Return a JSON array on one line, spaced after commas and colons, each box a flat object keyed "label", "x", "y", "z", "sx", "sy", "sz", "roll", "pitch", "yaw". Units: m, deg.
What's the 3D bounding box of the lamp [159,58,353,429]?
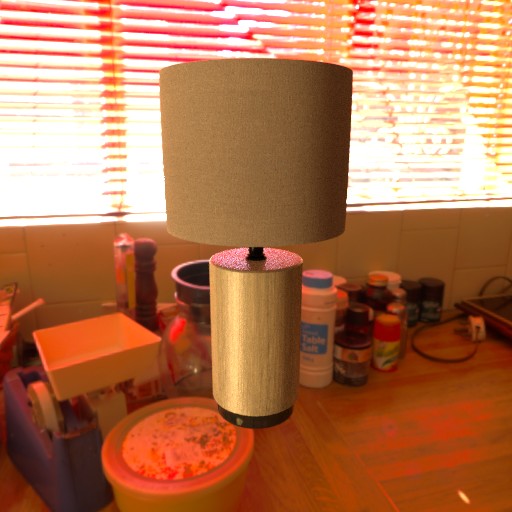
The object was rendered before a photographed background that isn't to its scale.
[{"label": "lamp", "x": 0.000, "y": 0.000, "z": 0.582, "sx": 0.228, "sy": 0.444, "sz": 0.228, "roll": 14, "pitch": 20, "yaw": 43}]
